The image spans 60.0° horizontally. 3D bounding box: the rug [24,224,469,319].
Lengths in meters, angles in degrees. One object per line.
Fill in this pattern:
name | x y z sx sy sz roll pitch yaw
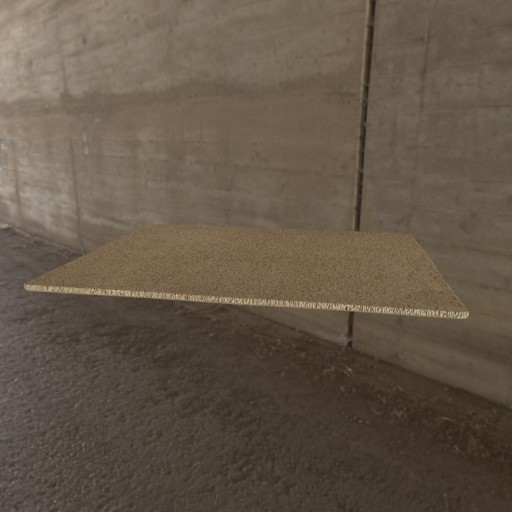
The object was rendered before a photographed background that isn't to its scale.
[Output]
rug | 0.000 0.000 2.119 1.600 0.025 1.199 3 16 10
